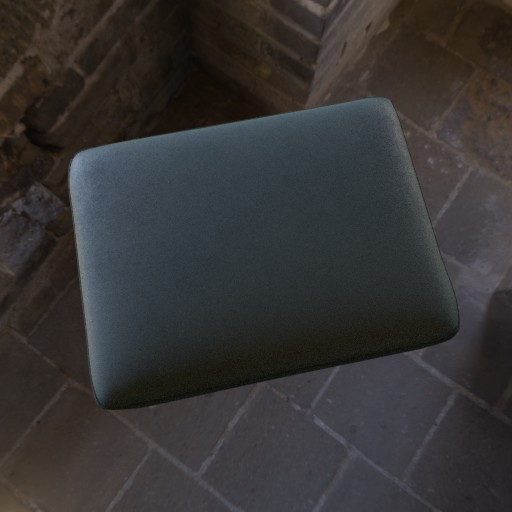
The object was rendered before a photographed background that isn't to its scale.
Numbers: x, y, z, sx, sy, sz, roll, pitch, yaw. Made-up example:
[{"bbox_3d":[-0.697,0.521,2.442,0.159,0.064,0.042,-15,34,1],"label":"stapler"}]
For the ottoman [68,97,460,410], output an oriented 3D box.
[{"bbox_3d":[0.000,0.000,1.138,0.811,0.449,0.608,-11,77,-3],"label":"ottoman"}]
